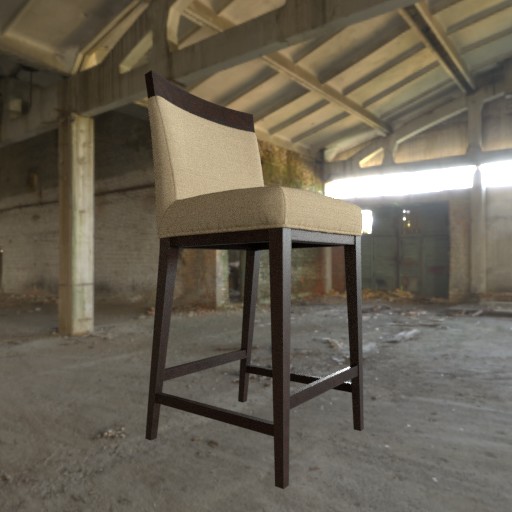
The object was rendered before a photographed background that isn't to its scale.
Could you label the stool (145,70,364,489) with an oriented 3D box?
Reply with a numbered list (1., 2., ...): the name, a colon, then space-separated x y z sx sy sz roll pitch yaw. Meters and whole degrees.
1. stool: 0.000 0.000 1.406 0.531 1.117 0.511 -1 -1 37
